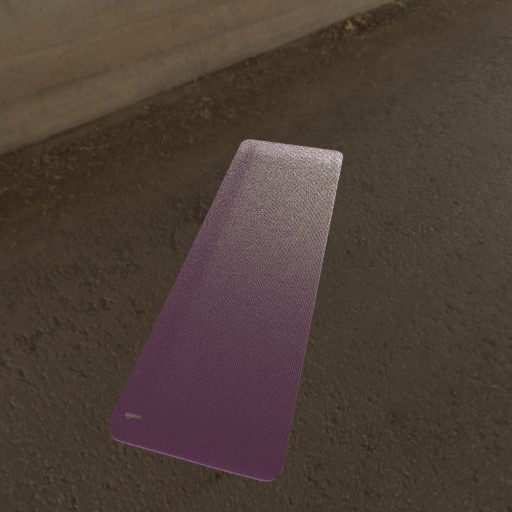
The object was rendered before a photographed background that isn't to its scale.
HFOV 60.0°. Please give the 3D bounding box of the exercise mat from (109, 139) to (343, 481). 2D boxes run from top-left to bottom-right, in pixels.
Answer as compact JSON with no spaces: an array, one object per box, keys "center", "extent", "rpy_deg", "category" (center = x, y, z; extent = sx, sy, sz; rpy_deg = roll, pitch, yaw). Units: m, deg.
[{"center":[0.000,0.000,2.061],"extent":[0.616,0.021,1.869],"rpy_deg":[10,48,9],"category":"exercise mat"}]
